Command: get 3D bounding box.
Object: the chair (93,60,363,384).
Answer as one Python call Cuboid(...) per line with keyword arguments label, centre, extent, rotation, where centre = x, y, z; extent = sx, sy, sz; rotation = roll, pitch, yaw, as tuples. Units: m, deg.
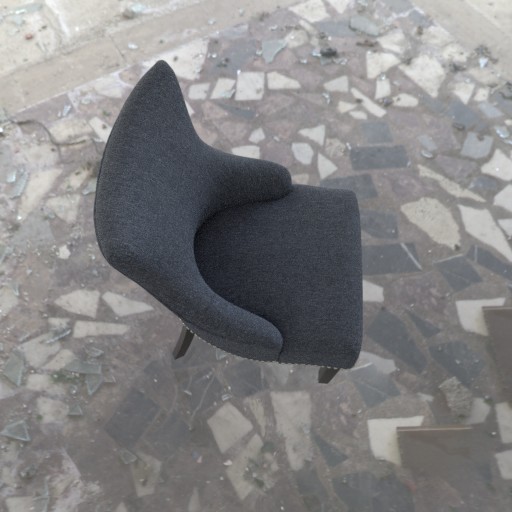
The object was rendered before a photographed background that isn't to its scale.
Cuboid(label="chair", centre=(0.000, 0.000, 1.278), extent=(0.629, 0.909, 0.566), rotation=(4, 64, 2))
